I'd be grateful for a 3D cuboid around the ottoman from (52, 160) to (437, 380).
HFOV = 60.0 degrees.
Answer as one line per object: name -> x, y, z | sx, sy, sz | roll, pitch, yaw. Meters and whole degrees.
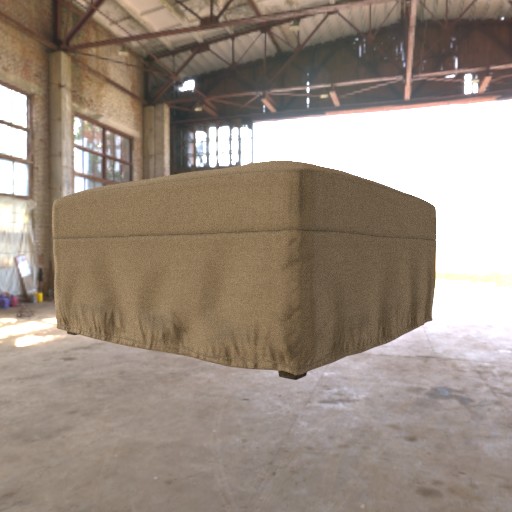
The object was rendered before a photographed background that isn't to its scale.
ottoman -> 0.000, 0.000, 1.319 | 0.840, 0.436, 0.843 | 0, 1, 37
